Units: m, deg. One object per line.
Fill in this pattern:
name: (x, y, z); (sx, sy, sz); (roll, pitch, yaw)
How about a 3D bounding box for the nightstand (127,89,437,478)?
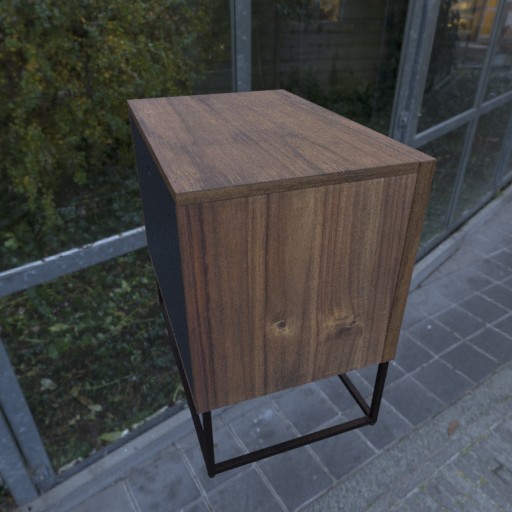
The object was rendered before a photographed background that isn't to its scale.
nightstand: (0.000, 0.000, 1.025); (0.437, 0.610, 0.610); (-10, 32, -17)
